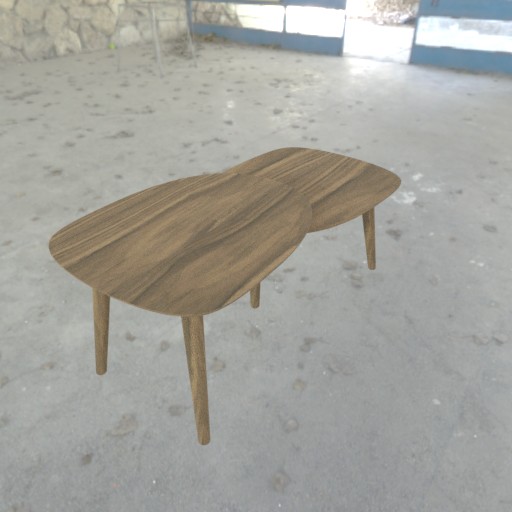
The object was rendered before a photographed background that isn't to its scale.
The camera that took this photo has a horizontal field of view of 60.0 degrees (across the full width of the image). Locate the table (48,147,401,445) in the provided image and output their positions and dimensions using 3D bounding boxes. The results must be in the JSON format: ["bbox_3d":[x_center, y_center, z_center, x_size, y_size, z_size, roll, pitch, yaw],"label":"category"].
[{"bbox_3d":[0.000,0.000,1.352,0.527,0.429,1.084,23,40,31],"label":"table"}]
